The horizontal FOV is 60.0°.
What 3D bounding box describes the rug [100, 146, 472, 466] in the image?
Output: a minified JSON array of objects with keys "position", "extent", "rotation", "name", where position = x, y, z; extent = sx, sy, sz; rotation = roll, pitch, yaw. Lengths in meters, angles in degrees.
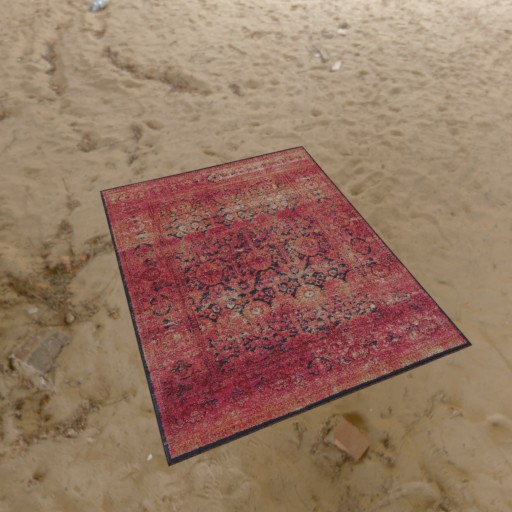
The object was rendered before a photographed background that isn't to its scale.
[{"position":[0.000,0.000,4.098],"extent":[2.411,0.020,3.032],"rotation":[-16,48,-15],"name":"rug"}]
